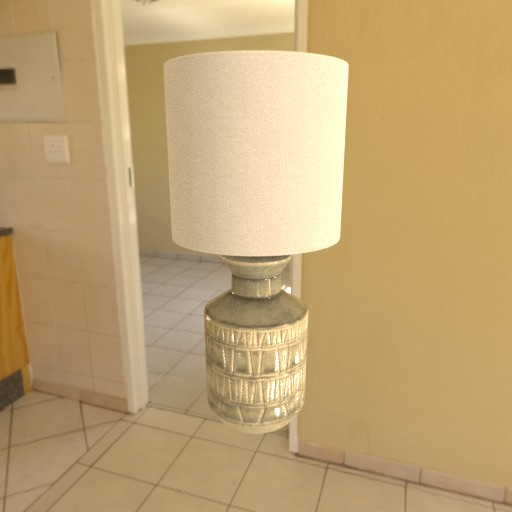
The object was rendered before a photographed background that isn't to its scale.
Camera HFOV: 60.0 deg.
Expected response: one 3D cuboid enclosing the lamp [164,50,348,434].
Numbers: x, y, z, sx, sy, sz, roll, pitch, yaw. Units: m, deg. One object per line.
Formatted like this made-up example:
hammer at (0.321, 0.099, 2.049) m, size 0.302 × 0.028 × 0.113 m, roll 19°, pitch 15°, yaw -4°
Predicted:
lamp at (0.000, 0.000, 0.575) m, size 0.211 × 0.455 × 0.211 m, roll 2°, pitch 15°, yaw 9°
